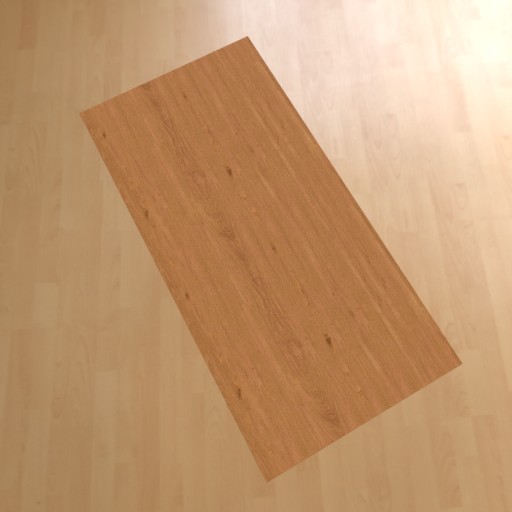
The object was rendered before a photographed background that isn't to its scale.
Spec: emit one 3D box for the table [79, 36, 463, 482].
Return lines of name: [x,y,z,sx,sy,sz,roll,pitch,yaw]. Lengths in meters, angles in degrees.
table: [0.000,0.000,1.180,0.450,0.452,0.899,-28,77,-7]
